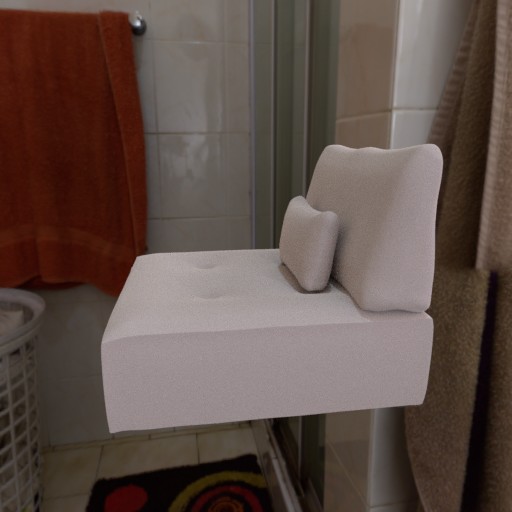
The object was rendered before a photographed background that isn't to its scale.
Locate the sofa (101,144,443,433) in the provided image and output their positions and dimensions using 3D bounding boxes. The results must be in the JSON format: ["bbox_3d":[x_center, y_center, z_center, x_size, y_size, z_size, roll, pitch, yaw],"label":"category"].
[{"bbox_3d":[0.000,0.000,1.692,1.000,0.828,0.935,-2,14,-8],"label":"sofa"}]
